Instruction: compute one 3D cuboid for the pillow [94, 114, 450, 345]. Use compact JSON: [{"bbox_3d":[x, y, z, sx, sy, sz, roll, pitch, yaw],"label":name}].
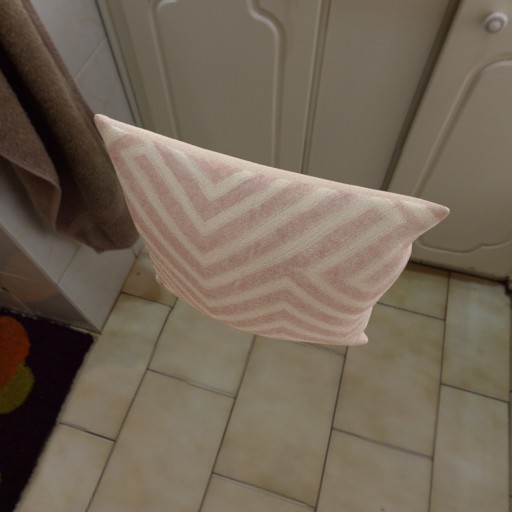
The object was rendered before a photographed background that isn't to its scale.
[{"bbox_3d":[0.000,0.000,0.690,0.440,0.441,0.182,16,61,9],"label":"pillow"}]
